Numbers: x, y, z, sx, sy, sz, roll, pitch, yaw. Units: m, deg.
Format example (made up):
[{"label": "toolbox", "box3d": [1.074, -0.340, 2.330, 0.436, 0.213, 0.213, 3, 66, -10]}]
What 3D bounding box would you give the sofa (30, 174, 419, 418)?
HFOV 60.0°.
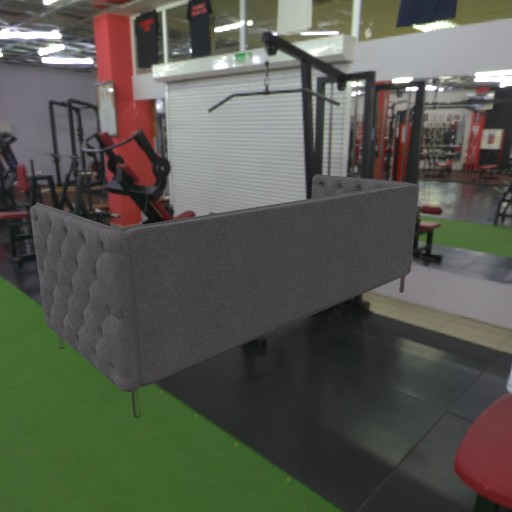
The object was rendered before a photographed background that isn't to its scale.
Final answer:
[{"label": "sofa", "box3d": [0.000, 0.000, 2.617, 2.209, 0.771, 0.895, -14, 21, -41]}]
